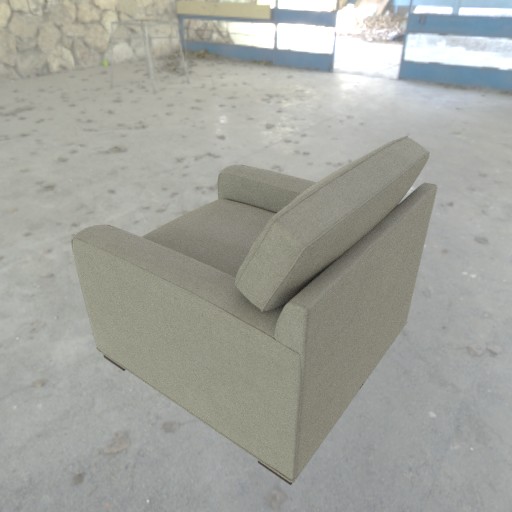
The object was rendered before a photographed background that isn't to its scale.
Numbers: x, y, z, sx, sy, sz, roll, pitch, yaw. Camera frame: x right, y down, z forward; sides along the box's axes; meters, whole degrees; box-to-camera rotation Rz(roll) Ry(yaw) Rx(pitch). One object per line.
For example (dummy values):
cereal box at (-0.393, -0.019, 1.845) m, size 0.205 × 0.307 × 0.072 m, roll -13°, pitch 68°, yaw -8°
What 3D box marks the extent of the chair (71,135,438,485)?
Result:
chair at (0.000, 0.000, 1.799) m, size 1.044 × 0.934 × 0.999 m, roll 22°, pitch 38°, yaw 31°
